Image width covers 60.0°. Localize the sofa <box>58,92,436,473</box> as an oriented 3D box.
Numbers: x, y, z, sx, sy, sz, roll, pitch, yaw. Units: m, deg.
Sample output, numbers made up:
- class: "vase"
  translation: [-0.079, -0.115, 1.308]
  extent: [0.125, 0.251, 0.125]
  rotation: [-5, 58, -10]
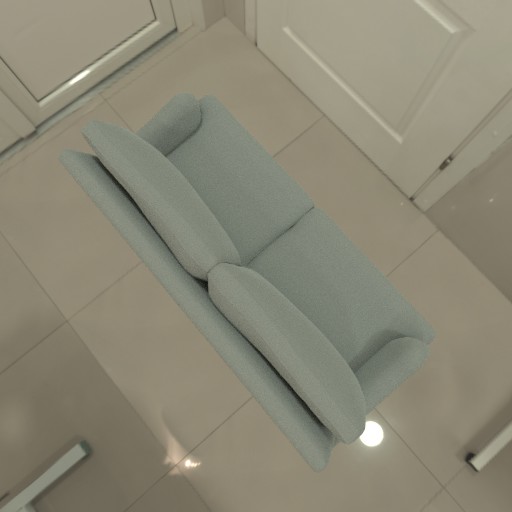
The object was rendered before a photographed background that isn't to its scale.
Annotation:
- class: "sofa"
  translation: [0.000, 0.000, 2.735]
  extent: [1.069, 1.096, 2.193]
  rotation: [-40, 80, -9]
